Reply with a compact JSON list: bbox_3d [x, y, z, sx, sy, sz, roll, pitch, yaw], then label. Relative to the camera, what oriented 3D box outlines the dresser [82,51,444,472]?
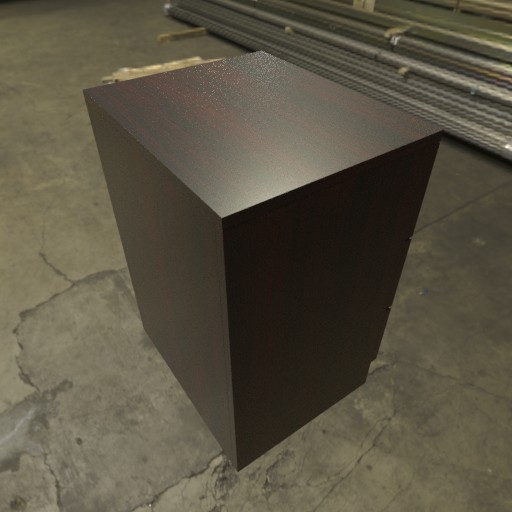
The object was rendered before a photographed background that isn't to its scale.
[{"bbox_3d":[0.000,0.000,0.807,0.360,0.560,0.400,-25,47,-26],"label":"dresser"}]
